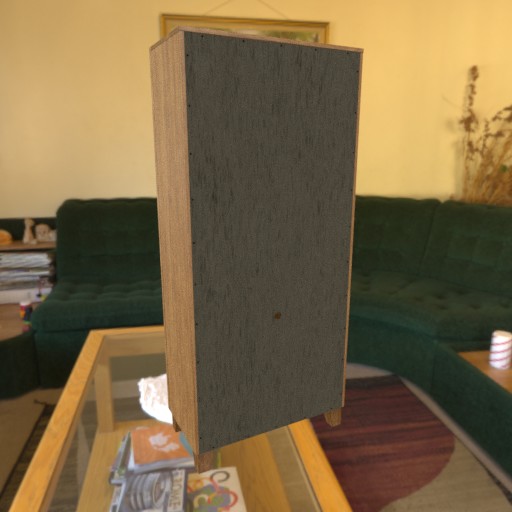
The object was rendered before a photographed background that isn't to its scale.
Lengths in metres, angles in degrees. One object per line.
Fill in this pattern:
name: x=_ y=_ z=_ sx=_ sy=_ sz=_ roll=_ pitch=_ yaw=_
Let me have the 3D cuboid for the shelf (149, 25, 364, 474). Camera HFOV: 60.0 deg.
shelf: x=0.000 y=0.000 z=2.235 sx=0.864 sy=1.930 sz=0.453 roll=-7 pitch=16 yaw=-27
